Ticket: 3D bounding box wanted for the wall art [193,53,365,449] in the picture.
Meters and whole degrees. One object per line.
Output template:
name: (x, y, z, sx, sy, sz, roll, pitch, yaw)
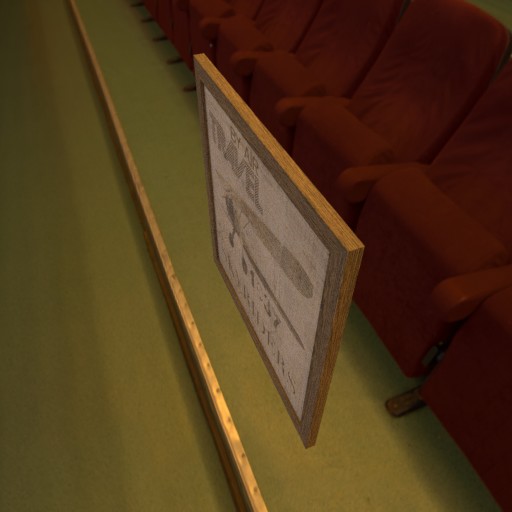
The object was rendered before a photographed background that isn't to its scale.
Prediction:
wall art: (0.000, 0.000, 0.778, 0.019, 0.508, 0.508, -17, 48, -16)
